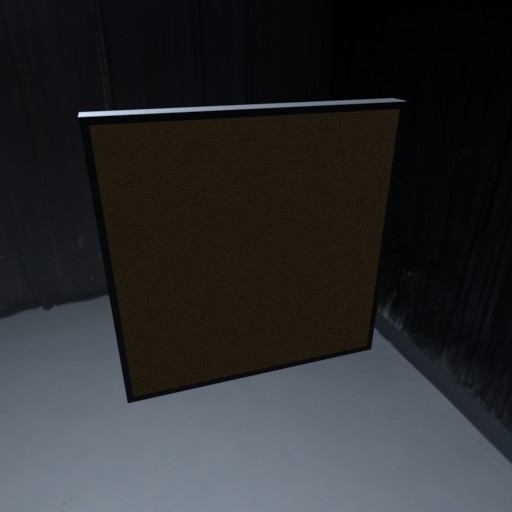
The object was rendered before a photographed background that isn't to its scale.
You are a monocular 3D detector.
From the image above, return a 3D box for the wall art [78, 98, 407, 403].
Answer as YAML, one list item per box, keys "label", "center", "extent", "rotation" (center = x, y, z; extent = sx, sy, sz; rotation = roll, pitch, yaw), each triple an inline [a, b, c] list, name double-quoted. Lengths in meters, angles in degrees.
- label: "wall art"
  center: [0.000, 0.000, 0.788]
  extent: [0.509, 0.509, 0.040]
  rotation: [-8, 28, -16]
